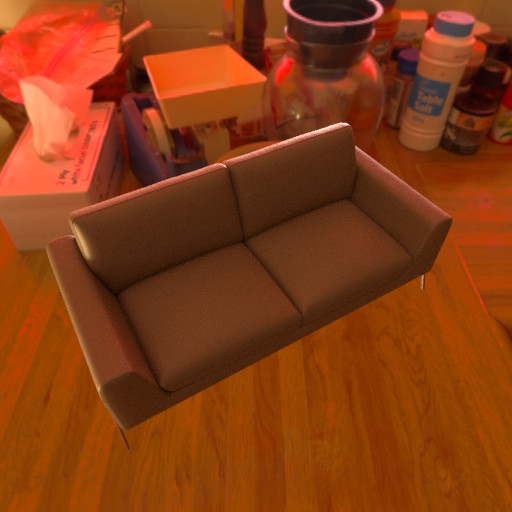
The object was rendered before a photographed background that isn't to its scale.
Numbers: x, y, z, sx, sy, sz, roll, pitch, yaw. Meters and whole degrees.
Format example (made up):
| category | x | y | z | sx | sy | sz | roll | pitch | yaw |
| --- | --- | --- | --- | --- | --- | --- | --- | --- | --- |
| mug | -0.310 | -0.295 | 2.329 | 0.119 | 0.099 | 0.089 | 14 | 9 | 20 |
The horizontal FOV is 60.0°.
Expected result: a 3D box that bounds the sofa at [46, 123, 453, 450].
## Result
| category | x | y | z | sx | sy | sz | roll | pitch | yaw |
| --- | --- | --- | --- | --- | --- | --- | --- | --- | --- |
| sofa | 0.000 | 0.000 | 2.495 | 2.017 | 0.875 | 0.953 | -23 | 51 | -20 |
